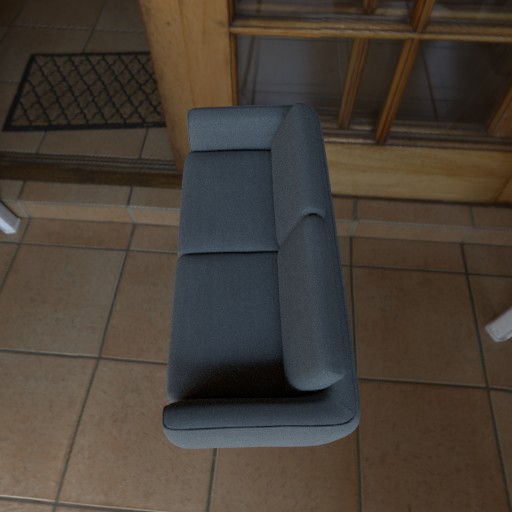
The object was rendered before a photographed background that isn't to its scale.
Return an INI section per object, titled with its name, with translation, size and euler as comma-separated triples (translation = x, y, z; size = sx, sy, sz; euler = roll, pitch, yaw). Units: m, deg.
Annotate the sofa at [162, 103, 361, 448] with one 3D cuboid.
[sofa]
translation = 0.000, 0.000, 2.522
size = 0.920, 0.850, 2.000
euler = -1, 59, -1
